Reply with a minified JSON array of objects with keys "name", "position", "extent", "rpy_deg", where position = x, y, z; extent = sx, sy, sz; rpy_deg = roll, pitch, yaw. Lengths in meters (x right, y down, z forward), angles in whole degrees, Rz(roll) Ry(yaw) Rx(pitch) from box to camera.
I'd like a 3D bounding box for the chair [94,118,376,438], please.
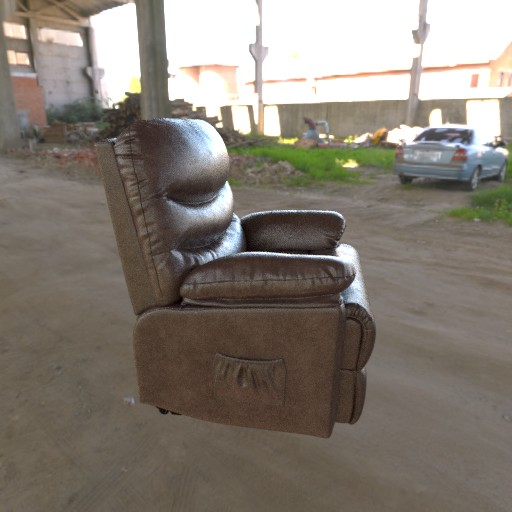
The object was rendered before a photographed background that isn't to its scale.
[{"name":"chair","position":[0.000,0.000,1.754],"extent":[0.879,1.041,0.940],"rpy_deg":[3,17,8]}]
